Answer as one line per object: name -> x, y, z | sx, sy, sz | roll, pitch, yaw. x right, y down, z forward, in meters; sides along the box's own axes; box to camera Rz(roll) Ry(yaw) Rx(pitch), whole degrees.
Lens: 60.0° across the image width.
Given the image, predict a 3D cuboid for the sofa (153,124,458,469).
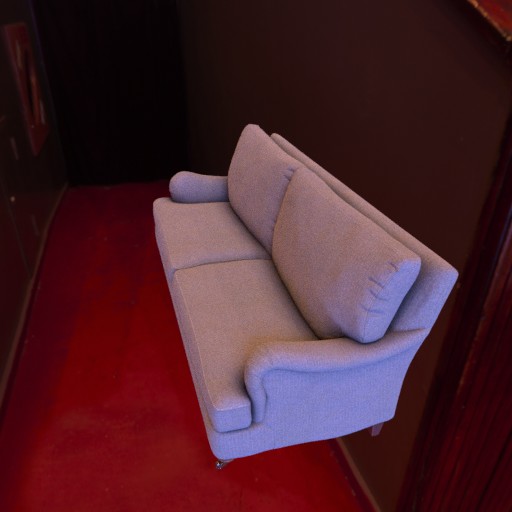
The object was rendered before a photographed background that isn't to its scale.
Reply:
sofa -> 0.000, 0.000, 2.739 | 1.069, 1.096, 2.193 | -9, 32, -15
